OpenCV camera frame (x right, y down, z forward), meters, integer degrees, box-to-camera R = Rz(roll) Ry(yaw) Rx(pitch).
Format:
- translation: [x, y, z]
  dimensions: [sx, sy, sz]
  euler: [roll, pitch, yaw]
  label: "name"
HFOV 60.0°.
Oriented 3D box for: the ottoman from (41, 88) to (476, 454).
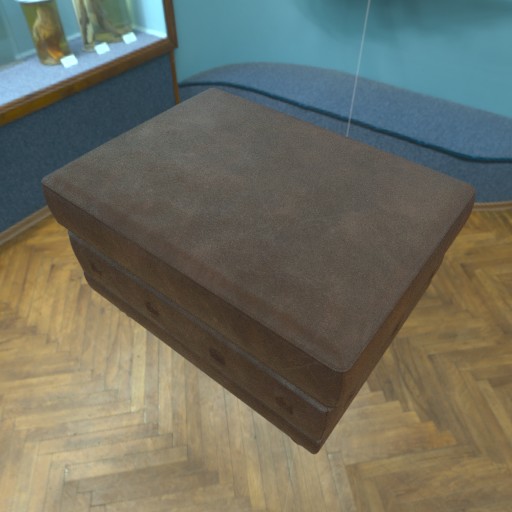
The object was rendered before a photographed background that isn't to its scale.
- translation: [0.000, 0.000, 1.132]
  dimensions: [0.795, 0.509, 0.588]
  euler: [29, 53, 25]
  label: "ottoman"
